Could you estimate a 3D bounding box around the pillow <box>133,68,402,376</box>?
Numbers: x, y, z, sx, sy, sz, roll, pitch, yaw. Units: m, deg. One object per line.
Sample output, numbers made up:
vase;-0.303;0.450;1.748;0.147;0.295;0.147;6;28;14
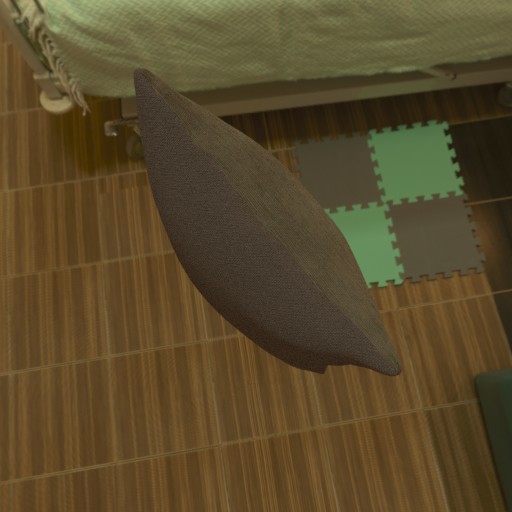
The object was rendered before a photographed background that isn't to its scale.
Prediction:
pillow;0.000;0.000;0.681;0.204;0.439;0.452;-37;77;-10
